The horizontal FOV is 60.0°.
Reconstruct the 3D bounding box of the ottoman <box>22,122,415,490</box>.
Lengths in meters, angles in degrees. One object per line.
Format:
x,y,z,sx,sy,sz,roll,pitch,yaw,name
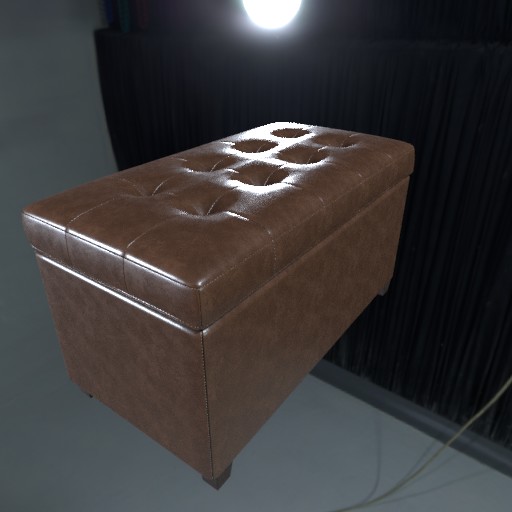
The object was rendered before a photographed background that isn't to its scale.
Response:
0.000,0.000,1.057,0.432,0.470,0.838,19,34,31,ottoman
